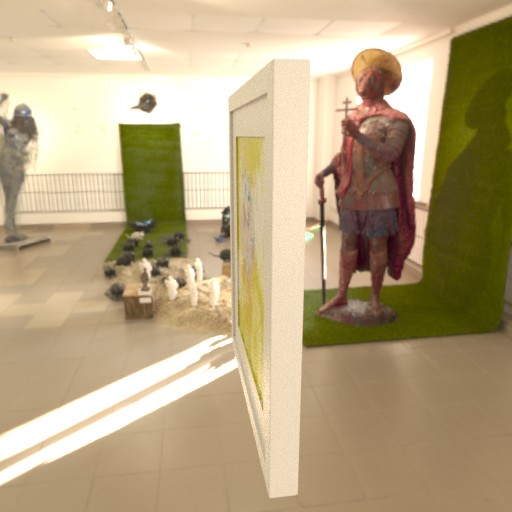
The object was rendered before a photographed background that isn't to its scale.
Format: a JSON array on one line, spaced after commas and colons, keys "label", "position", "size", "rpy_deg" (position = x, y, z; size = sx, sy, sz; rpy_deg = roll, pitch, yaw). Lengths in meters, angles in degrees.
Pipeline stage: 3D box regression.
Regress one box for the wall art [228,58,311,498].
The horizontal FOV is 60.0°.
[{"label": "wall art", "position": [0.000, 0.000, 0.524], "size": [0.028, 0.381, 0.331], "rpy_deg": [-2, 15, -9]}]
